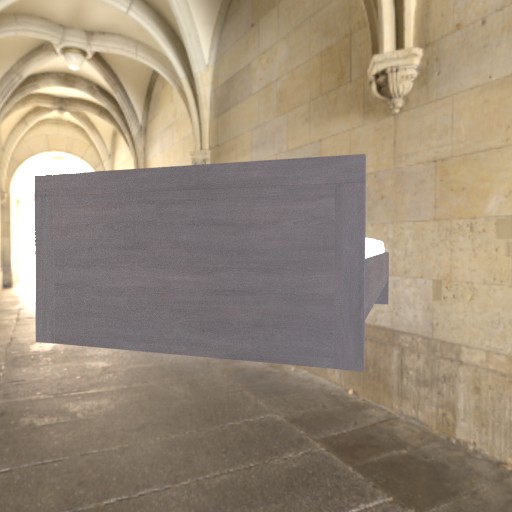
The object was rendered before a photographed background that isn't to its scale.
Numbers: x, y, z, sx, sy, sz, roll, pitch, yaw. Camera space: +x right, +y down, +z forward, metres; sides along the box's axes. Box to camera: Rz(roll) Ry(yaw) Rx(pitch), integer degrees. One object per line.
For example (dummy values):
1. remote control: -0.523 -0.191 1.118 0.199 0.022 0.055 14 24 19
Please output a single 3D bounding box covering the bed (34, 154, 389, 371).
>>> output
1. bed: 0.000 0.000 2.898 1.585 0.823 2.073 0 1 19
